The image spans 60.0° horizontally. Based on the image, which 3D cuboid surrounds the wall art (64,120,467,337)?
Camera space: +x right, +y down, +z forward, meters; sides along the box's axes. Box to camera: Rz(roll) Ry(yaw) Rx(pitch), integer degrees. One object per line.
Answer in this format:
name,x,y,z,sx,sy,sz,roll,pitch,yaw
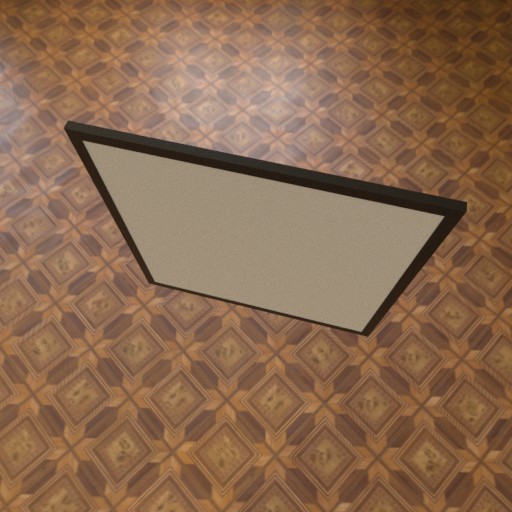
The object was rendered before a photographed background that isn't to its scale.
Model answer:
wall art,0.000,0.000,1.226,0.807,0.807,0.022,13,64,6
